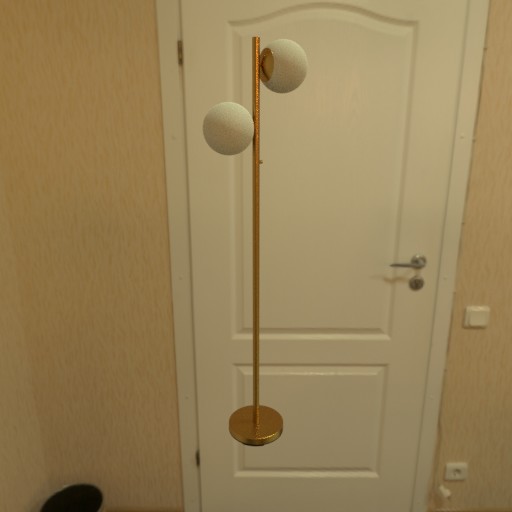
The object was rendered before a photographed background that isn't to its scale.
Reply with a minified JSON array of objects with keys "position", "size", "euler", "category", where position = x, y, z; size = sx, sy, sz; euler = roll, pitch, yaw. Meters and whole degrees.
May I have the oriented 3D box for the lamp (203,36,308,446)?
[{"position":[0.000,0.000,1.814],"size":[0.419,1.641,0.249],"euler":[-8,17,-28],"category":"lamp"}]
